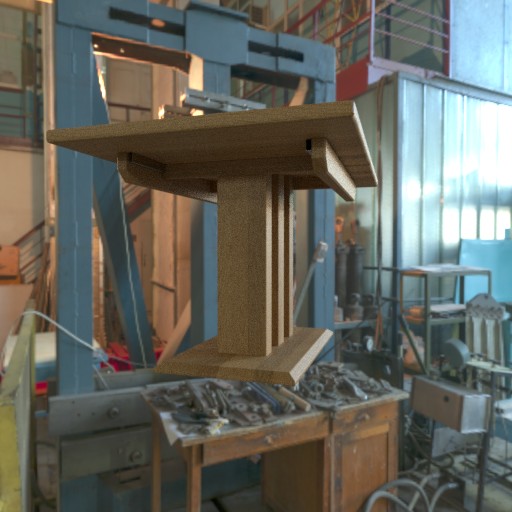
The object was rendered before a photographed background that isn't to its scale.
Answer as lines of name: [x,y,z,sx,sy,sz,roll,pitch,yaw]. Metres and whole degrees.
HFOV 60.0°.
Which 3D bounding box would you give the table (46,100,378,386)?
table: [0.000,0.000,1.803,0.900,0.770,1.300,0,1,18]
